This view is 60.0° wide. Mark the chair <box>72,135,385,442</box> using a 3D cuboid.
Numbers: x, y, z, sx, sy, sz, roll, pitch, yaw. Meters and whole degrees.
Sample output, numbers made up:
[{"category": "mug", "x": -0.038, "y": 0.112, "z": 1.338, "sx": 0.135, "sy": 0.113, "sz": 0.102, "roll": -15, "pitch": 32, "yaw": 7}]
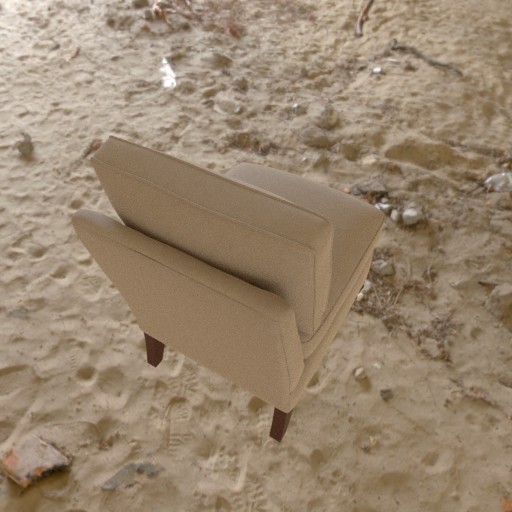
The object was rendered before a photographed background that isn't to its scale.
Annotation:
[{"category": "chair", "x": 0.000, "y": 0.000, "z": 1.654, "sx": 0.724, "sy": 1.052, "sz": 0.912, "roll": 24, "pitch": 51, "yaw": 21}]
